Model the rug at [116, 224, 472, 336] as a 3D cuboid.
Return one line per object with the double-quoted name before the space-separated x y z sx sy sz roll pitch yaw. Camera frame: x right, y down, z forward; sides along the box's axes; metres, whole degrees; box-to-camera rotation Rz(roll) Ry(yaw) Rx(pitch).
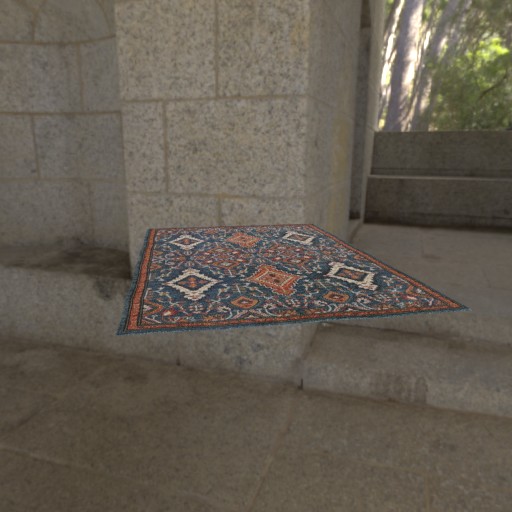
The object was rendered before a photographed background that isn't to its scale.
"rug" 0.000 0.000 4.200 2.190 0.008 3.371 -2 14 -10
